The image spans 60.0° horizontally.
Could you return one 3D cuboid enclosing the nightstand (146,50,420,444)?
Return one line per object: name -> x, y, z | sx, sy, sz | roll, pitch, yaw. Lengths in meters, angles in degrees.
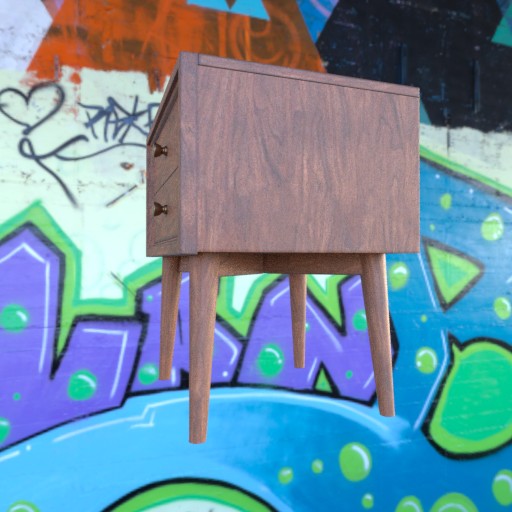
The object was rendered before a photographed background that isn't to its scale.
nightstand -> 0.000, 0.000, 0.971 | 0.445, 0.607, 0.521 | 0, -1, -19
